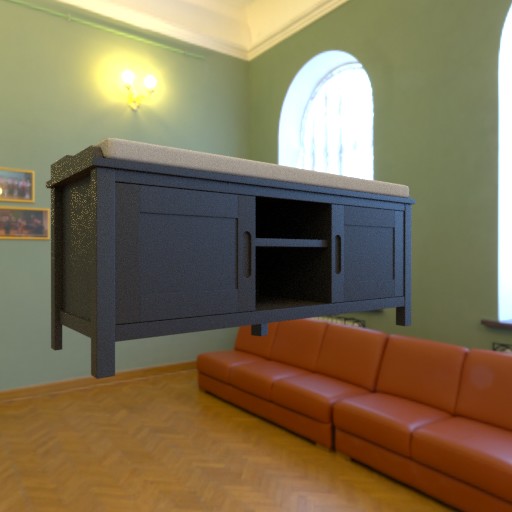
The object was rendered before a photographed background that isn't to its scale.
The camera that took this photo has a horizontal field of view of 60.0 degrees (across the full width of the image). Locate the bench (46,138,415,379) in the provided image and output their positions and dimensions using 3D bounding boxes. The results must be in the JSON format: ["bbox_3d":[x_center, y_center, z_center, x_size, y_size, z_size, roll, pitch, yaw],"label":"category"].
[{"bbox_3d":[0.000,0.000,1.401,1.140,0.501,0.398,0,0,-38],"label":"bench"}]
